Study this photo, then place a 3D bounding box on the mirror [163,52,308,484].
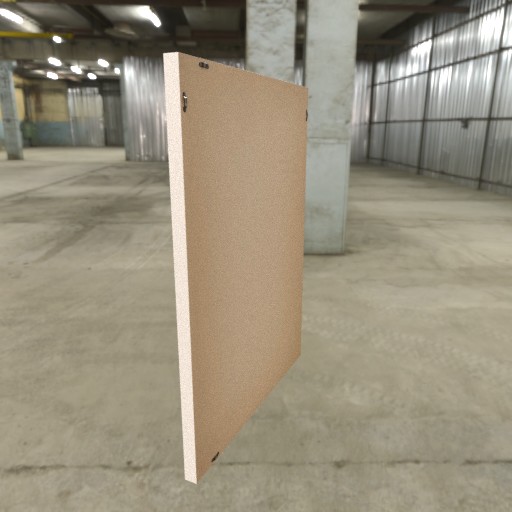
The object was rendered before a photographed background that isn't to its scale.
[{"bbox_3d":[0.000,0.000,1.335,0.041,1.016,0.762,7,17,25],"label":"mirror"}]
